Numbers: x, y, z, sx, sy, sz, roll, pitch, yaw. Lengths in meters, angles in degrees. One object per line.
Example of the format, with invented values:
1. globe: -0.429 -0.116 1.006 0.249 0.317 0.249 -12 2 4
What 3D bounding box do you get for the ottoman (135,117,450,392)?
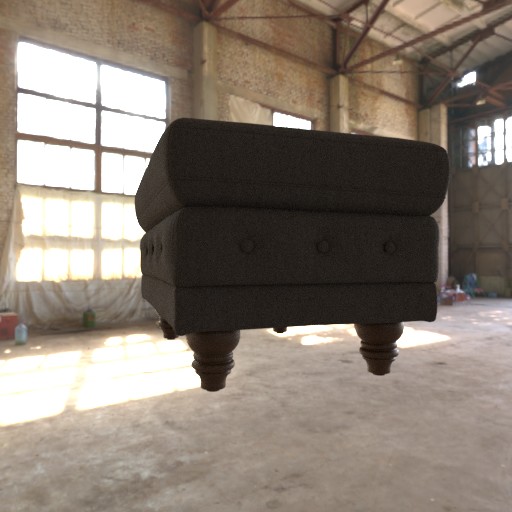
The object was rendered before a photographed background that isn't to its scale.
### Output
1. ottoman: 0.000 0.000 1.140 0.569 0.500 0.771 0 -1 -19
